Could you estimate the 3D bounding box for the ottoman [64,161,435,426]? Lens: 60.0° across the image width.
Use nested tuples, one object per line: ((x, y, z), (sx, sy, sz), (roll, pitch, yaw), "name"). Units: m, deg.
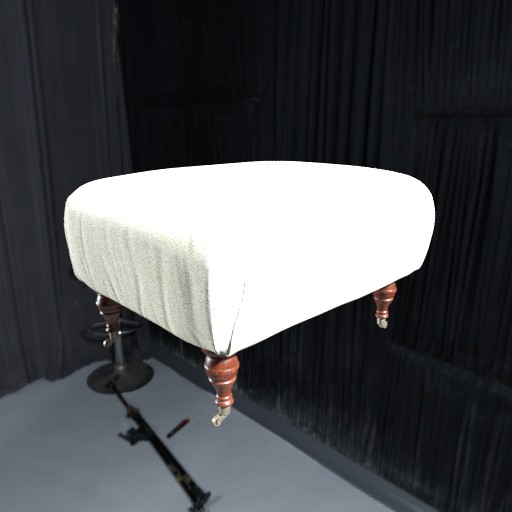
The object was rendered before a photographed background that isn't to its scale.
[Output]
((0.000, 0.000, 1.117), (0.747, 0.450, 0.622), (-15, 22, -42), "ottoman")
